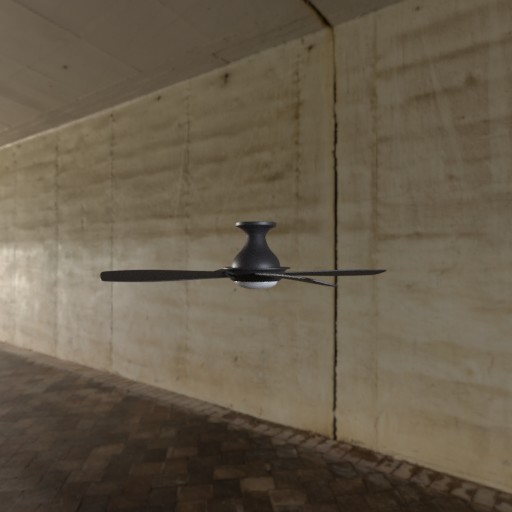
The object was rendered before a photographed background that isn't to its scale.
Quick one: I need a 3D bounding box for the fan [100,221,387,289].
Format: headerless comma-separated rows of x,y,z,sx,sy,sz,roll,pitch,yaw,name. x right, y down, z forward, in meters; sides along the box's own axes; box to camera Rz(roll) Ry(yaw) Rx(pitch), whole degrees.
0.000,0.000,2.553,1.694,0.382,1.694,0,0,-19,fan
